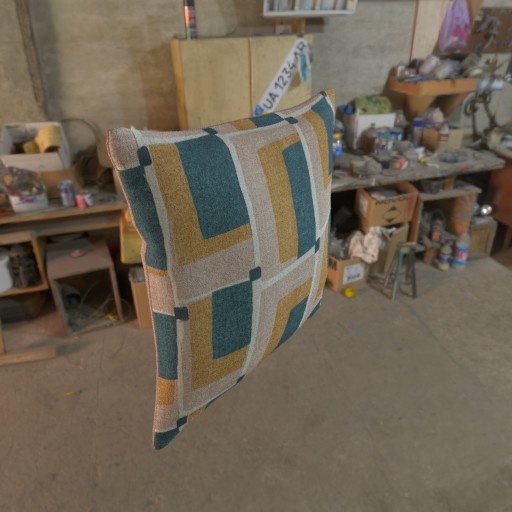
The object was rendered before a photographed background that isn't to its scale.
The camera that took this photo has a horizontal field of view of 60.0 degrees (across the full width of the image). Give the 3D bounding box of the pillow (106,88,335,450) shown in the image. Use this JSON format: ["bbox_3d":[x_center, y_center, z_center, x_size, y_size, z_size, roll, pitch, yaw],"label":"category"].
[{"bbox_3d":[0.000,0.000,0.727,0.158,0.479,0.478,20,33,33],"label":"pillow"}]
